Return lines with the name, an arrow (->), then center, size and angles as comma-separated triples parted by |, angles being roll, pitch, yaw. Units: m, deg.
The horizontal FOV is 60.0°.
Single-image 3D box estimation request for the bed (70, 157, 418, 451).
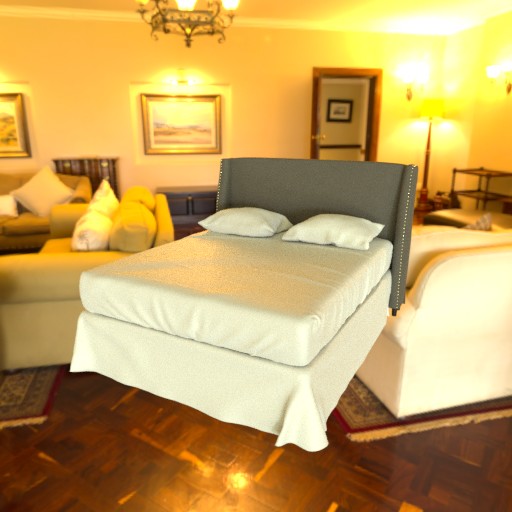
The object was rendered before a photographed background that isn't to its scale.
bed -> 0.000, 0.000, 3.403 | 1.925, 1.332, 2.276 | 9, 18, 27
